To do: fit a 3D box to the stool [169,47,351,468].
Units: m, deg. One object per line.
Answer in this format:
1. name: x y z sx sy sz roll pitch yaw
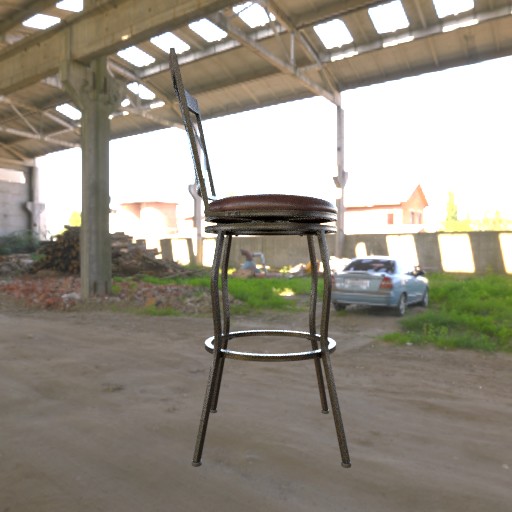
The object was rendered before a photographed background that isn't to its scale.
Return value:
1. stool: 0.000 0.000 1.403 0.521 1.134 0.432 0 0 1
